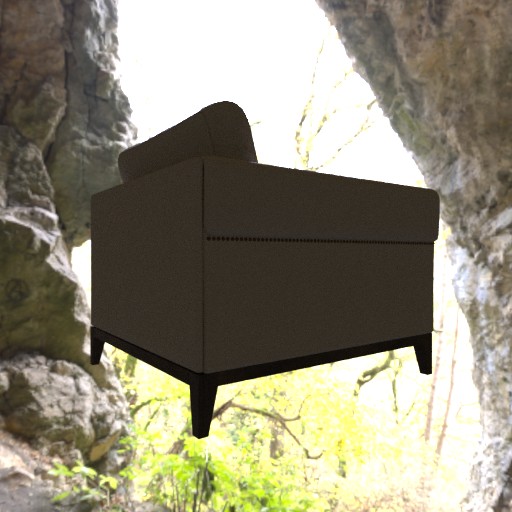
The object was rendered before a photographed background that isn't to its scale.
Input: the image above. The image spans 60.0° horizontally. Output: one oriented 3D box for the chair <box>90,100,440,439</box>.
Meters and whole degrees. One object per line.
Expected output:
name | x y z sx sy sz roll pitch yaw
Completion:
chair | 0.000 0.000 1.649 0.959 0.838 0.914 0 0 -36
